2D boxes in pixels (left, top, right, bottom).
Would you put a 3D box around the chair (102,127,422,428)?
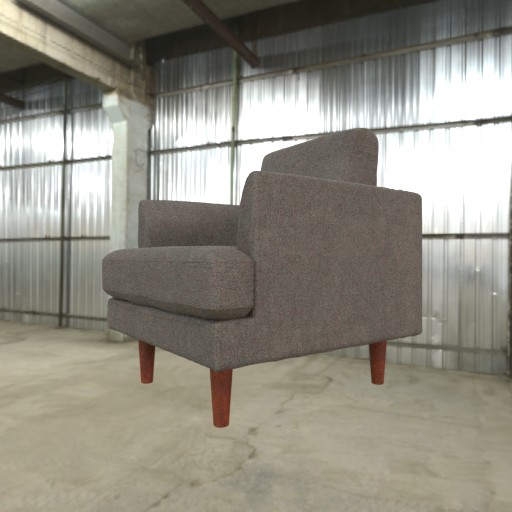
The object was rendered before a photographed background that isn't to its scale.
[{"bbox_3d":[0.000,0.000,1.648,0.899,0.957,0.858,0,0,-37],"label":"chair"}]
